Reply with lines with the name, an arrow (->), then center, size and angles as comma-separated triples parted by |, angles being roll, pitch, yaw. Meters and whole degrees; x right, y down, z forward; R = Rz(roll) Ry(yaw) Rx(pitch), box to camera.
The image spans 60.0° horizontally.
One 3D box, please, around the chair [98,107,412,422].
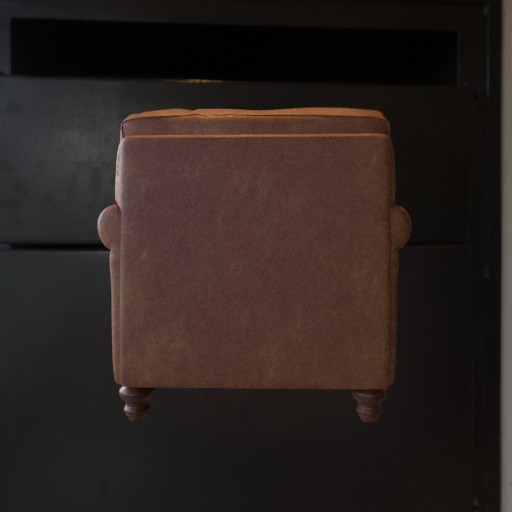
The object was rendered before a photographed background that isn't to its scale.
chair -> 0.000, 0.000, 1.729 | 0.983, 0.962, 0.986 | 0, 1, 1
